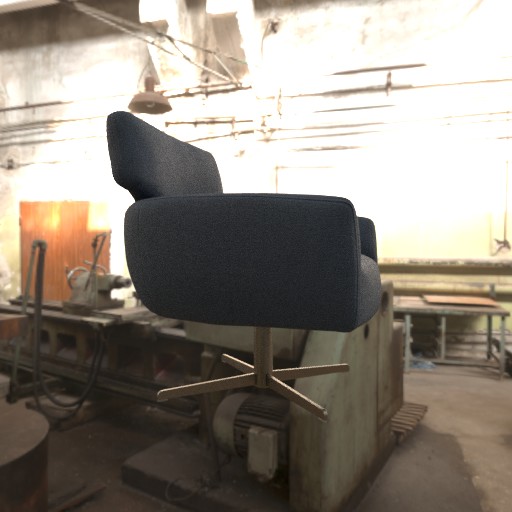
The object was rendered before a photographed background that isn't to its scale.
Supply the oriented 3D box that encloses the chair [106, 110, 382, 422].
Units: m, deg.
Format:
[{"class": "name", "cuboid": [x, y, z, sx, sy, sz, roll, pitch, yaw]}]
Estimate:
[{"class": "chair", "cuboid": [0.000, 0.000, 1.397, 0.761, 0.813, 0.738, 0, 1, 18]}]
